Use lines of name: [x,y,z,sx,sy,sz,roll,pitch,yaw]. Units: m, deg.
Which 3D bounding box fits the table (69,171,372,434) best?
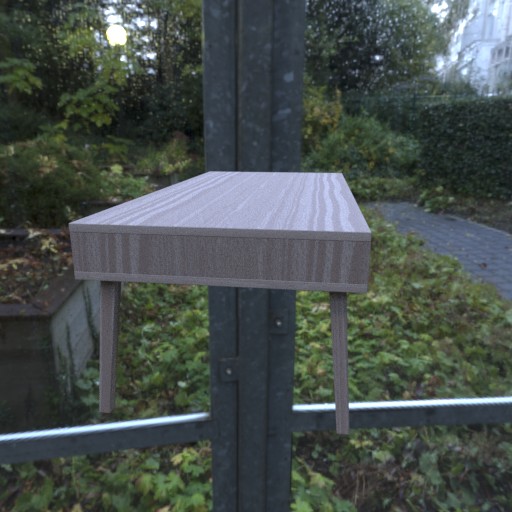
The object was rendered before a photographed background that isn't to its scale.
table: [0.000,0.000,1.490,0.600,0.450,1.200,2,16,8]
